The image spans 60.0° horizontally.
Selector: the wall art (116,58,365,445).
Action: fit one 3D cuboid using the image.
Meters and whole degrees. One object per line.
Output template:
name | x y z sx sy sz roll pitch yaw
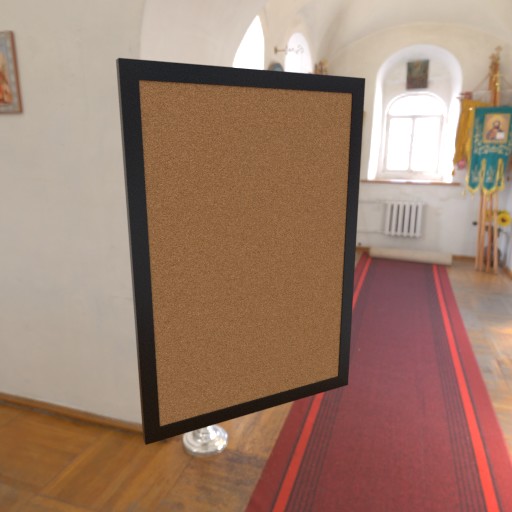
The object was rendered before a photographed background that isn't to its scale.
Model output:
wall art | 0.000 0.000 0.552 0.304 0.432 0.013 -7 16 -26
